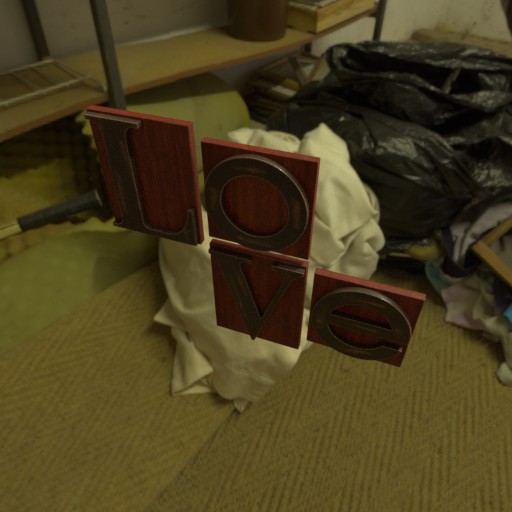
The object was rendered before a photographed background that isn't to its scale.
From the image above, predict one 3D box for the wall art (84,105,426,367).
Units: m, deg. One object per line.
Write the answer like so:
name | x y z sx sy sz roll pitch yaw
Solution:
wall art | 0.000 0.000 0.859 0.635 0.497 0.030 14 43 15
